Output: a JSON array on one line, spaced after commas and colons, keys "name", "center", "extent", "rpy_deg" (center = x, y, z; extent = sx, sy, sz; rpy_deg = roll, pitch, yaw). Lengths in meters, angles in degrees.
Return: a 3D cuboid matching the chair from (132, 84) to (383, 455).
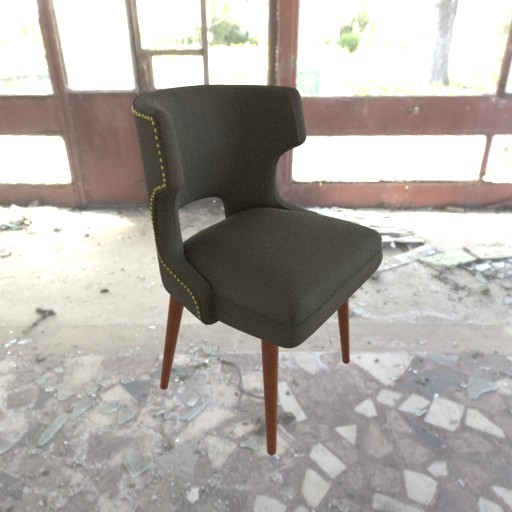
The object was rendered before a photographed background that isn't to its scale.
[{"name": "chair", "center": [0.000, 0.000, 1.249], "extent": [0.581, 0.863, 0.595], "rpy_deg": [18, 32, 32]}]
